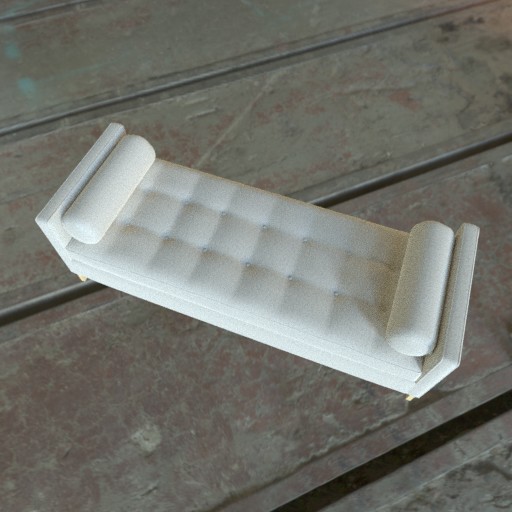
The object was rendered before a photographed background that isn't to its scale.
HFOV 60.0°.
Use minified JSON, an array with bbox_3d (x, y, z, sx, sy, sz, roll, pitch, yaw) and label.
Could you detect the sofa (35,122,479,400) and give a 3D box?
[{"bbox_3d":[0.000,0.000,2.336,1.985,0.641,0.746,18,60,11],"label":"sofa"}]
